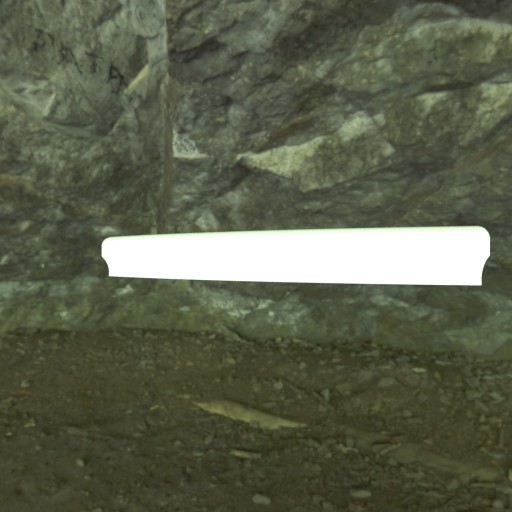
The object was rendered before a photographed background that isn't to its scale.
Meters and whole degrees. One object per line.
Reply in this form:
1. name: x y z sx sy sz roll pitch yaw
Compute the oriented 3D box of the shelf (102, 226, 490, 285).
1. shelf: 0.000 0.000 0.464 0.310 0.050 0.310 0 0 -18
